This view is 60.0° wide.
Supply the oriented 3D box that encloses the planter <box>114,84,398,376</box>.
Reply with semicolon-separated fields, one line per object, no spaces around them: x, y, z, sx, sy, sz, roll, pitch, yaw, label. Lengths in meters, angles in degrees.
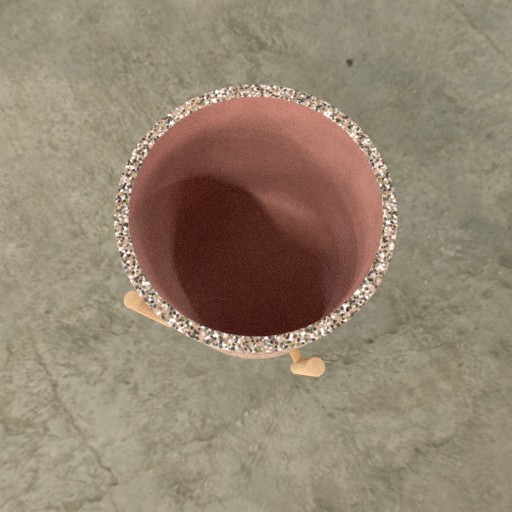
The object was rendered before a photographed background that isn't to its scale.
0.000;0.000;0.677;0.360;0.419;0.360;-3;76;-1;planter
